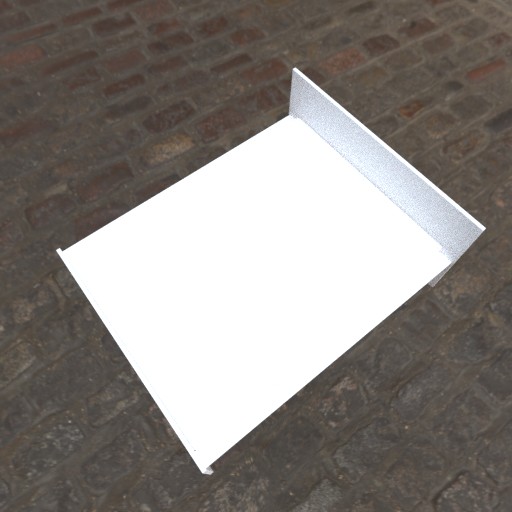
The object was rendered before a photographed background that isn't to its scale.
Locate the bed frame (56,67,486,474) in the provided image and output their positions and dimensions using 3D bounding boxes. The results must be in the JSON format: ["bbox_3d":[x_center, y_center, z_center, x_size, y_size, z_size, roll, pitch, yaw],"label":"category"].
[{"bbox_3d":[0.000,0.000,2.821,1.960,0.800,1.622,-35,68,-16],"label":"bed frame"}]
